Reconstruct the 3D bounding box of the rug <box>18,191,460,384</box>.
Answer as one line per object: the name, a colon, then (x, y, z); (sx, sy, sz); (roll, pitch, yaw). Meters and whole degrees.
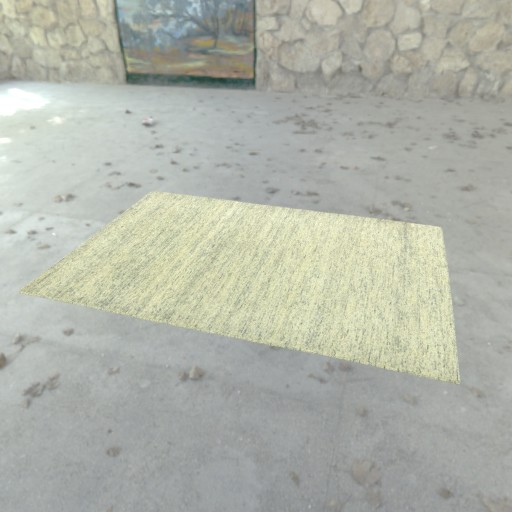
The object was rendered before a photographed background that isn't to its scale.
rug: (0.000, 0.000, 2.251); (1.846, 0.014, 1.243); (9, 32, 15)
